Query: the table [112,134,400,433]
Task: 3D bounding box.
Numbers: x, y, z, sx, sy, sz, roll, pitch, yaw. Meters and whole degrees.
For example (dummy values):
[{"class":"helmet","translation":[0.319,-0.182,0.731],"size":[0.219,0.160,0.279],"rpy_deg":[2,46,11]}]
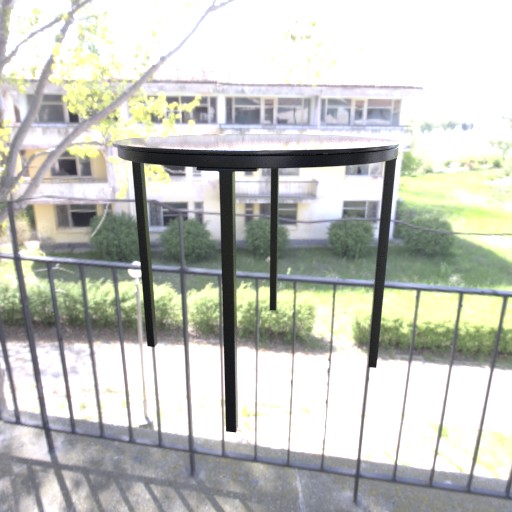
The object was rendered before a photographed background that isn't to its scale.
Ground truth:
[{"class":"table","translation":[0.000,0.000,0.872],"size":[0.499,0.443,0.499],"rpy_deg":[0,18,0]}]
